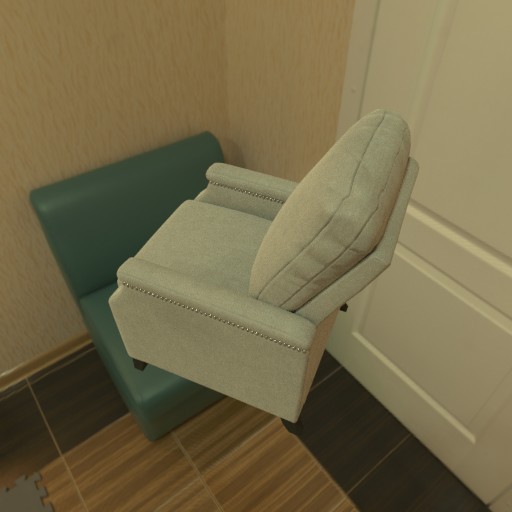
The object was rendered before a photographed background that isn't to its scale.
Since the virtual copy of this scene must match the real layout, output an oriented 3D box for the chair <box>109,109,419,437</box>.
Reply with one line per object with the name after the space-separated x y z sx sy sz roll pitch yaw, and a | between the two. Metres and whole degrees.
0.000 0.000 1.628 0.922 1.049 0.710 17 47 16 | chair
